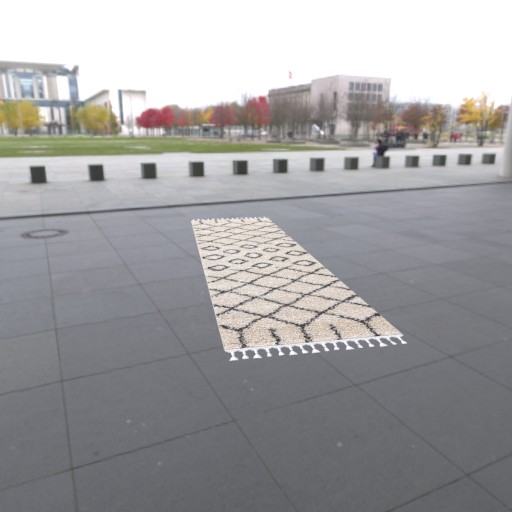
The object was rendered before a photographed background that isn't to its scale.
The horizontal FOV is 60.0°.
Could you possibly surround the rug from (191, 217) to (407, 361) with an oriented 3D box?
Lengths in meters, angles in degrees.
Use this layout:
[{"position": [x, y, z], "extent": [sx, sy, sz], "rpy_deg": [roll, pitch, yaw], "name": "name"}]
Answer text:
[{"position": [0.000, 0.000, 2.668], "extent": [0.660, 0.005, 2.464], "rpy_deg": [-3, 16, -10], "name": "rug"}]
